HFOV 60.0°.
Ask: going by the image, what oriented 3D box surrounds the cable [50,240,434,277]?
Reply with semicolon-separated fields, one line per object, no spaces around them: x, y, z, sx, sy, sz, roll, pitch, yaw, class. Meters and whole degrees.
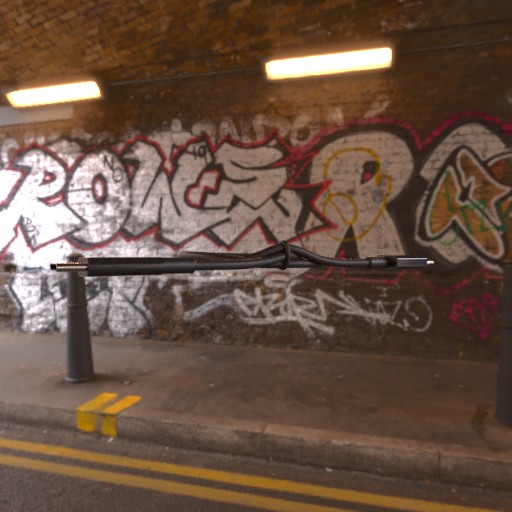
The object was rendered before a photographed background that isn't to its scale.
0.000;0.000;0.215;0.192;0.014;0.070;0;0;-35;cable
